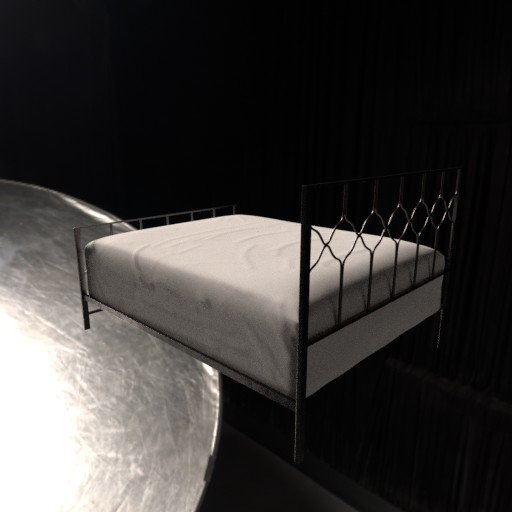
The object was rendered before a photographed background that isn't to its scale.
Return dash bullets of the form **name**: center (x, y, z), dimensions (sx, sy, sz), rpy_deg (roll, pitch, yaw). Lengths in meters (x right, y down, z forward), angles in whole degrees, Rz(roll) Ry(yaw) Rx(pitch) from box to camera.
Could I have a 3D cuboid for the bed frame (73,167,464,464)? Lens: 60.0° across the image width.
- **bed frame**: center (0.000, 0.000, 3.051), dimensions (2.063, 1.222, 1.597), rpy_deg (14, 20, 42)
